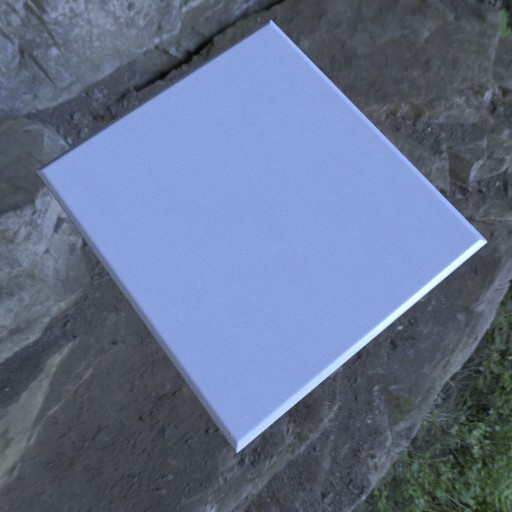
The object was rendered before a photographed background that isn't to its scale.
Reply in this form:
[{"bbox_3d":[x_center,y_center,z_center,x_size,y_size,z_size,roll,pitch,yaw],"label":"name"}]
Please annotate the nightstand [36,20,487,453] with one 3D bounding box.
[{"bbox_3d":[0.000,0.000,0.920,0.459,0.555,0.505,-37,77,-10],"label":"nightstand"}]
